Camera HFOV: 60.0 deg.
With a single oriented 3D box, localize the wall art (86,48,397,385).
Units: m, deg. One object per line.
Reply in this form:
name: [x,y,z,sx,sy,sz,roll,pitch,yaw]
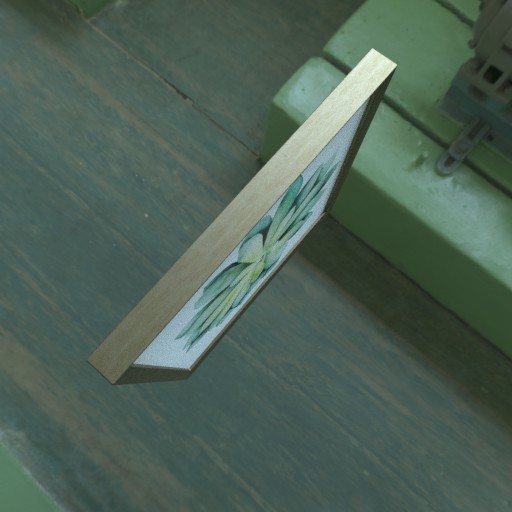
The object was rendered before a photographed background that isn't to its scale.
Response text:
wall art: [0.000,0.000,0.751,0.040,0.506,0.503,39,78,10]
